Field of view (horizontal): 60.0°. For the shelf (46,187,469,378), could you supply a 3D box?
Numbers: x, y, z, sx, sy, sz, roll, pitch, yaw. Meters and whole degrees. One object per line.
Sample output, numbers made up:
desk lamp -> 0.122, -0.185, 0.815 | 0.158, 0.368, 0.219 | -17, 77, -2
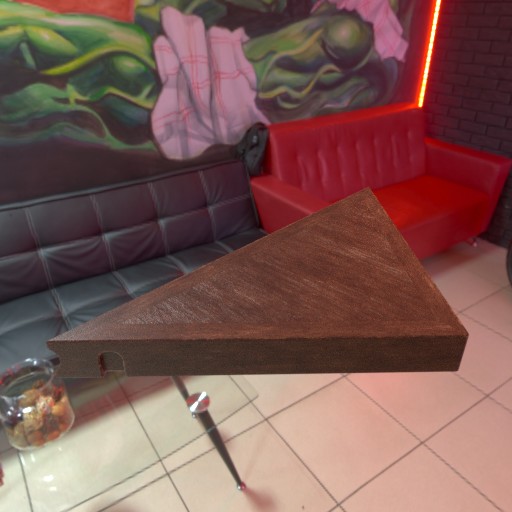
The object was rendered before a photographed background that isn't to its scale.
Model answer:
shelf -> 0.000, 0.000, 0.445 | 0.296, 0.035, 0.296 | -1, 29, -1
